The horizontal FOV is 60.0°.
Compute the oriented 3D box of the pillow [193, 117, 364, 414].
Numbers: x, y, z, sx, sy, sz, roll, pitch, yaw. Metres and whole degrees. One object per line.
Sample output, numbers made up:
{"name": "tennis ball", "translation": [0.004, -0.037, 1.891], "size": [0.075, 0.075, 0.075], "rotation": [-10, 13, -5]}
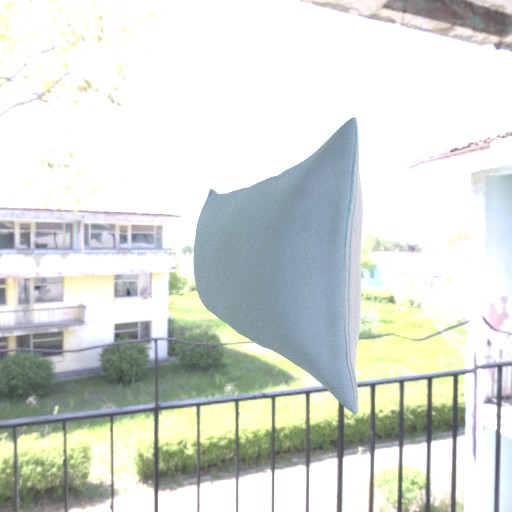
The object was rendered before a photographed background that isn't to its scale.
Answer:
{"name": "pillow", "translation": [0.000, 0.000, 0.714], "size": [0.151, 0.287, 0.610], "rotation": [-1, 2, -19]}
